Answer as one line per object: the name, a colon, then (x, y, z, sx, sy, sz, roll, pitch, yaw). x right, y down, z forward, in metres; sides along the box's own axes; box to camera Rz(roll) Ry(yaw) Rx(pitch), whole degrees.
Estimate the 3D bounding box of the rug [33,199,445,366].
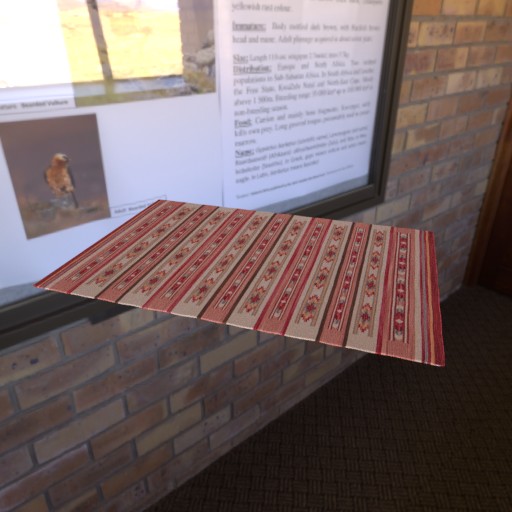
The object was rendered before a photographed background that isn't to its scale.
rug: (0.000, 0.000, 2.354, 1.817, 0.008, 1.223, 8, 29, 16)
